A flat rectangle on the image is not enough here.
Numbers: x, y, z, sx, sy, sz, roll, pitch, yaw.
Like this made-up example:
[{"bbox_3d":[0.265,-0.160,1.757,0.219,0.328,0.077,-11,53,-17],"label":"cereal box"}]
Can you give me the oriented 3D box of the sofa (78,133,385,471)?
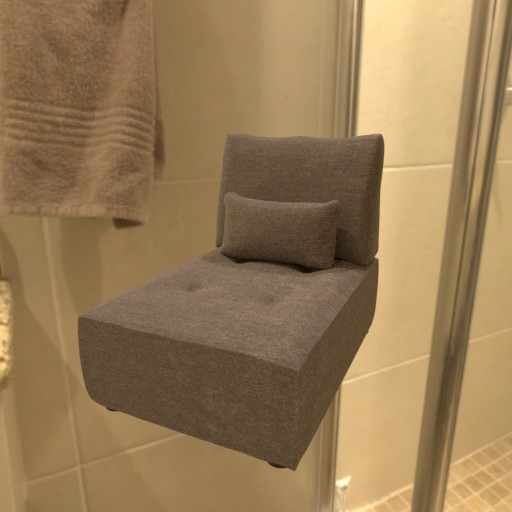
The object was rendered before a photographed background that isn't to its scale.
[{"bbox_3d":[0.000,0.000,1.558,0.700,0.820,1.000,8,18,24],"label":"sofa"}]
